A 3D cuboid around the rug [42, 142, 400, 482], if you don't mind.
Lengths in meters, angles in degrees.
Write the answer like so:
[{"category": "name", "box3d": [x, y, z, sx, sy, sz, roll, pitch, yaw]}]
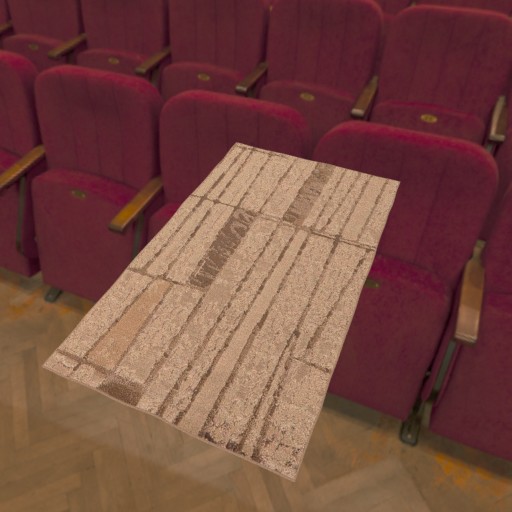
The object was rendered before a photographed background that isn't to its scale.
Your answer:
[{"category": "rug", "box3d": [0.000, 0.000, 1.048, 0.515, 0.007, 0.867, 17, 48, 16]}]
